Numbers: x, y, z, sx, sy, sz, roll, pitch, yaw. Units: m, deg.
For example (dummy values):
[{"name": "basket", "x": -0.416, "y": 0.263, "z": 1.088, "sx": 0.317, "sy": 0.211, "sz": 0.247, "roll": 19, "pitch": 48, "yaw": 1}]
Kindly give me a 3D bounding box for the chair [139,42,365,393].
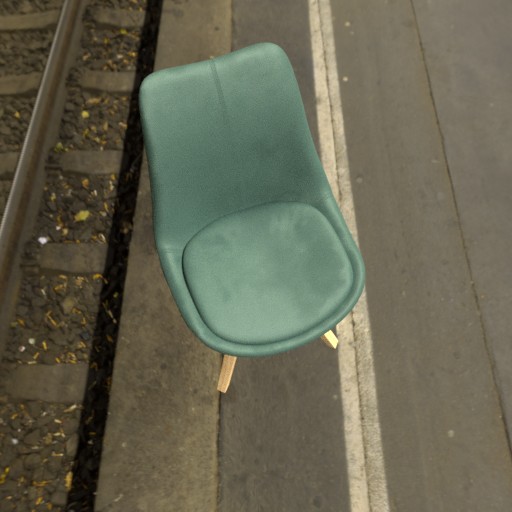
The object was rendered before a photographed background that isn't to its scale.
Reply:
[{"name": "chair", "x": 0.000, "y": 0.000, "z": 1.187, "sx": 0.483, "sy": 0.865, "sz": 0.547, "roll": -19, "pitch": 65, "yaw": -9}]
